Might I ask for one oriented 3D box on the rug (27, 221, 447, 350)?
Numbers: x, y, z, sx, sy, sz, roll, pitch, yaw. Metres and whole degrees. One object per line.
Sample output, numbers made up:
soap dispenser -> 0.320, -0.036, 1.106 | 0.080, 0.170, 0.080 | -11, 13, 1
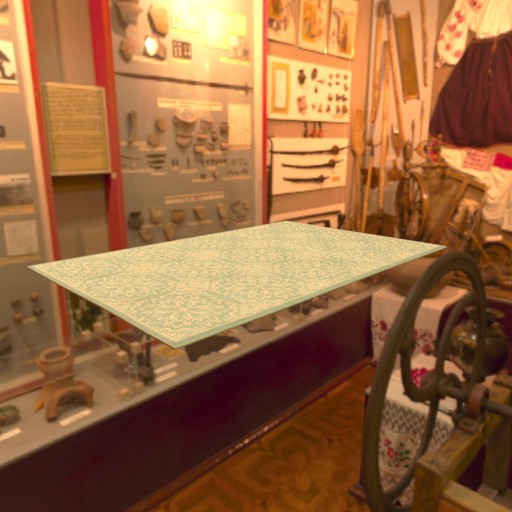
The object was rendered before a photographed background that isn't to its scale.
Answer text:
rug -> 0.000, 0.000, 3.431 | 2.746, 0.018, 1.819 | -13, 19, -43
